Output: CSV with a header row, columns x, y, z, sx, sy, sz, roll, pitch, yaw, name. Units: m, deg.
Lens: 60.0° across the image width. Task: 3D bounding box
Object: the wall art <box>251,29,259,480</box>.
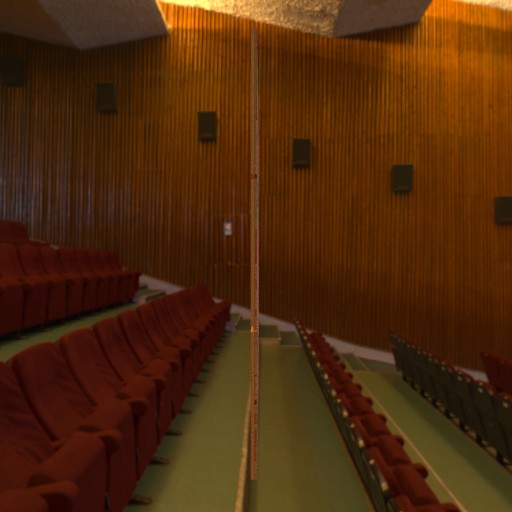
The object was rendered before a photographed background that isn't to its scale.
x,y,z,sx,sy,sz,roll,pitch,yaw,name
0.000,0.000,1.348,0.012,0.910,0.911,0,-1,1,wall art
